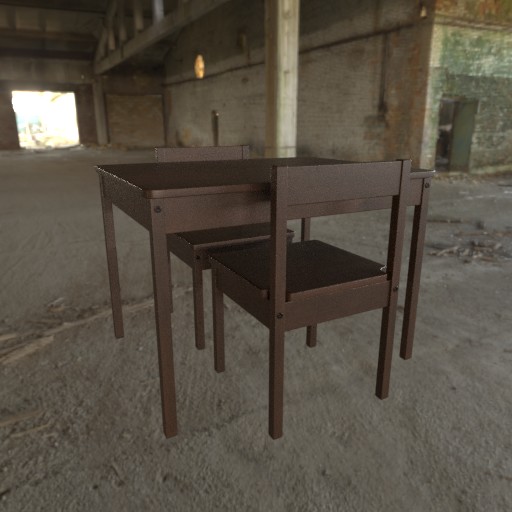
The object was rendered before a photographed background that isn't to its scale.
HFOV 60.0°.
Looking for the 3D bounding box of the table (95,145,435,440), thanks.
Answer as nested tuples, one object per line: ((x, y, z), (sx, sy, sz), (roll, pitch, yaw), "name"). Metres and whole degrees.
((0.000, 0.000, 1.098), (0.650, 0.503, 0.672), (-9, 19, -27), "table")
